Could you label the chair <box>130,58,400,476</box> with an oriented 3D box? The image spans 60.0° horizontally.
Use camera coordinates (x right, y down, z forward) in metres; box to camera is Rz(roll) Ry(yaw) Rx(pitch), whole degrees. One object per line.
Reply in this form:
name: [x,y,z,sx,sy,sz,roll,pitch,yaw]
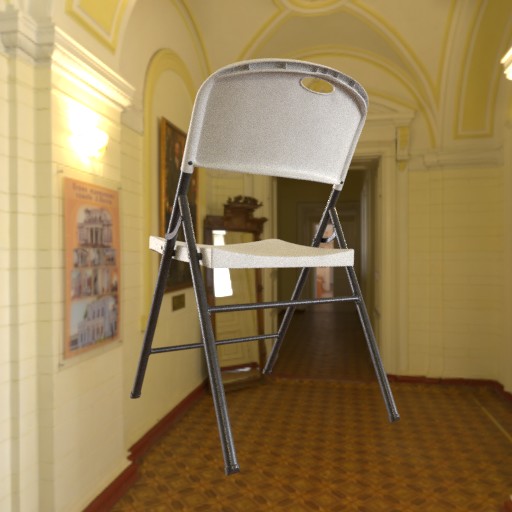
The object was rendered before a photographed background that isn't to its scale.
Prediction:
chair: [0.000,0.000,1.169,0.494,0.810,0.566,0,0,-34]
